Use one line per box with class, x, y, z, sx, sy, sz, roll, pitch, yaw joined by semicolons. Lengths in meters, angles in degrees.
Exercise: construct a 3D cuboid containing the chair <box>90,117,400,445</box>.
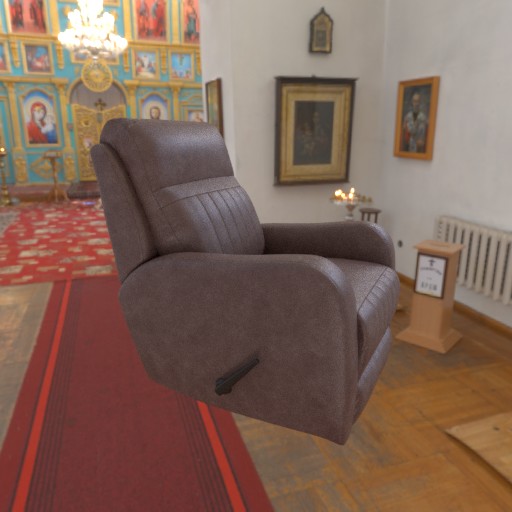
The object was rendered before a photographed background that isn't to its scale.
chair;0.000;0.000;1.781;1.067;1.067;0.865;7;16;26
